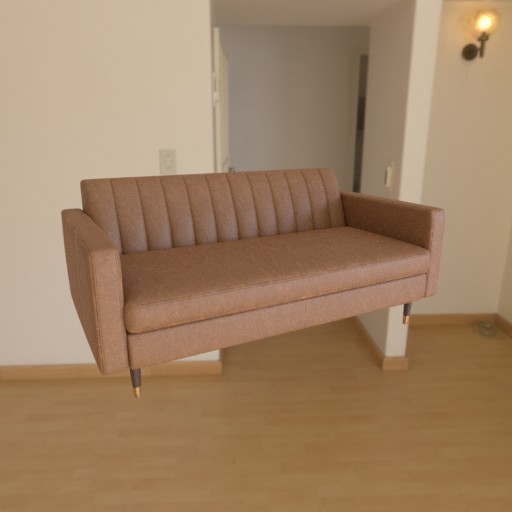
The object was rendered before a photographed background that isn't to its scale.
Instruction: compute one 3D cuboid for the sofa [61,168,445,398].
[{"bbox_3d":[0.000,0.000,2.399,1.847,0.821,0.993,-8,18,-27],"label":"sofa"}]
